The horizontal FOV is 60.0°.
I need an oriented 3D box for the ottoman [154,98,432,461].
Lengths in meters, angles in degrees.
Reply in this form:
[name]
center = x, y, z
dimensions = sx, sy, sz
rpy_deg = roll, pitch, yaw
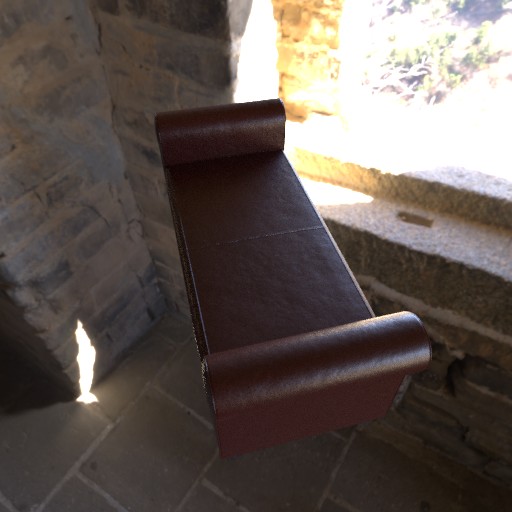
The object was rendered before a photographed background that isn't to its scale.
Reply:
[ottoman]
center = 0.000, 0.000, 1.540
dimensions = 0.521, 0.547, 1.256
rpy_deg = -10, 47, -10
